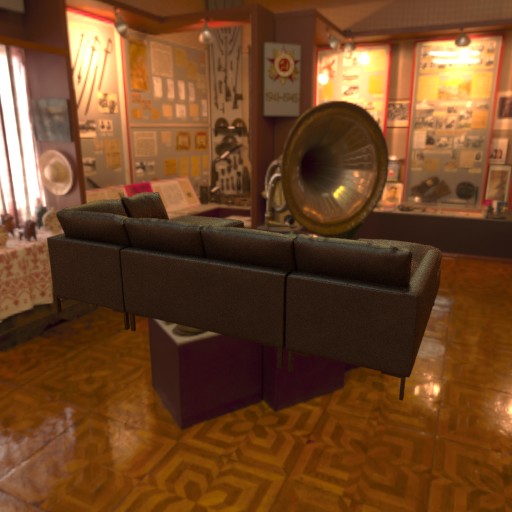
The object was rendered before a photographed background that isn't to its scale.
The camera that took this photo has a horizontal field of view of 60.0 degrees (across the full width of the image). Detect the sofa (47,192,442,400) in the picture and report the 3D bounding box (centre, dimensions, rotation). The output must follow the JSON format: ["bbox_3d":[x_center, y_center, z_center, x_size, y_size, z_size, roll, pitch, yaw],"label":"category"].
[{"bbox_3d":[0.000,0.000,3.874,2.956,0.900,1.939,8,17,26],"label":"sofa"}]
